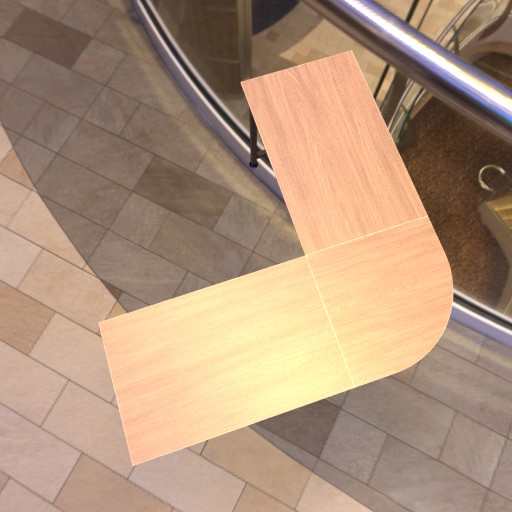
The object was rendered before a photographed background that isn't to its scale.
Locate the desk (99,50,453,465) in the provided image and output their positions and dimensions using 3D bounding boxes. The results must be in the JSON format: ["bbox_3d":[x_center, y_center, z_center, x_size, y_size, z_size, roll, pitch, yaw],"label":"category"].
[{"bbox_3d":[0.000,0.000,2.193,1.400,0.762,1.400,-18,76,-5],"label":"desk"}]
